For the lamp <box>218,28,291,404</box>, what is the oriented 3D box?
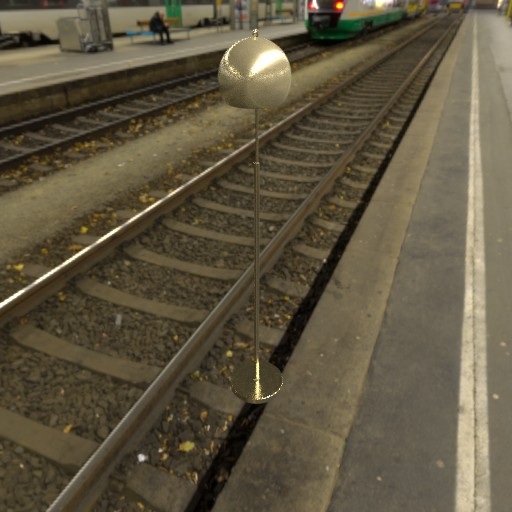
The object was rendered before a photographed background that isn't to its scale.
[{"bbox_3d":[0.000,0.000,1.665,0.250,1.526,0.431,1,30,2],"label":"lamp"}]
